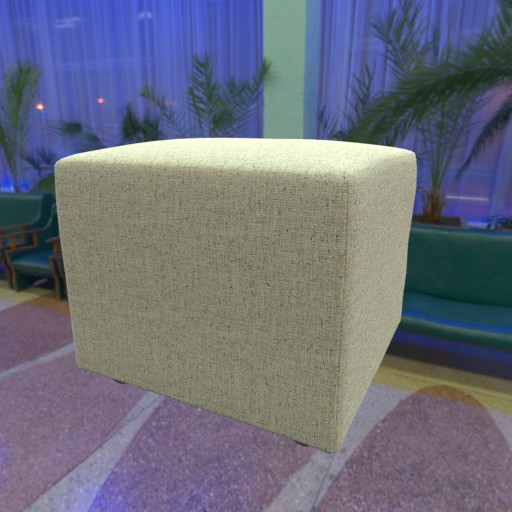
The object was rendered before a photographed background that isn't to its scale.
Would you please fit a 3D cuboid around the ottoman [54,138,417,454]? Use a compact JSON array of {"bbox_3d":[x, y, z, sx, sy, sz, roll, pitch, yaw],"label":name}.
[{"bbox_3d":[0.000,0.000,0.885,0.521,0.453,0.512,8,19,26],"label":"ottoman"}]
